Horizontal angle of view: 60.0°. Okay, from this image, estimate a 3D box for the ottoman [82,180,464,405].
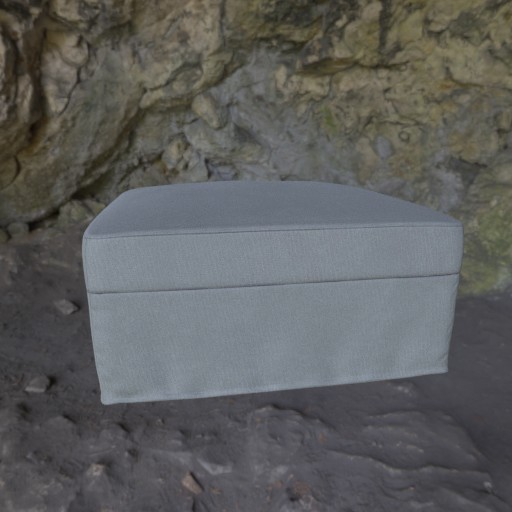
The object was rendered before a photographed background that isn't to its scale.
[{"bbox_3d":[0.000,0.000,1.346,0.843,0.441,0.842,-3,15,-9],"label":"ottoman"}]
